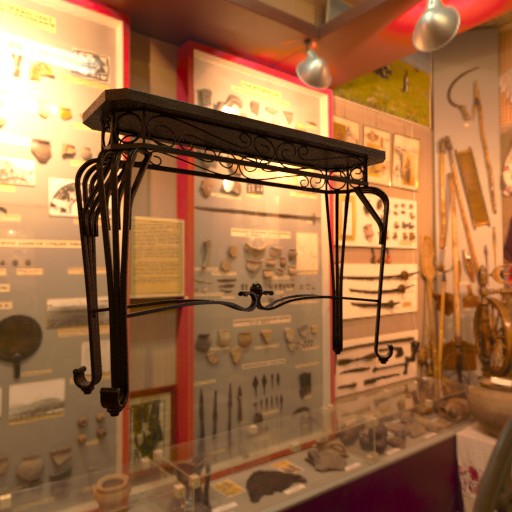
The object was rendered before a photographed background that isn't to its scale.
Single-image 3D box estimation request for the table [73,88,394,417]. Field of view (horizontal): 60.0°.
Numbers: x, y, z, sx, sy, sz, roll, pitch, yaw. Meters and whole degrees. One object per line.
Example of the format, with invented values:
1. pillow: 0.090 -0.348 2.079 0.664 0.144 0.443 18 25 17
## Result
1. table: 0.000 0.000 1.484 1.112 0.800 0.329 1 -2 -36
